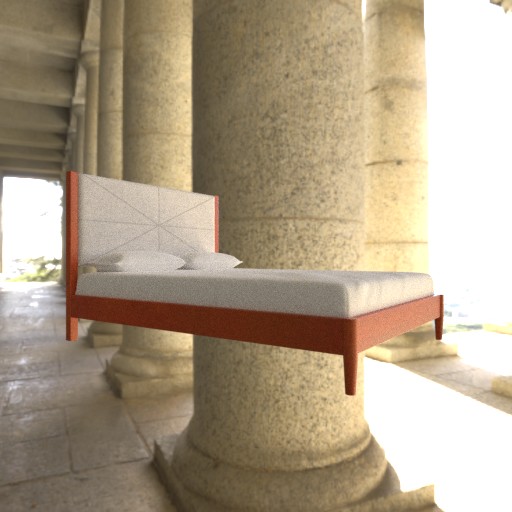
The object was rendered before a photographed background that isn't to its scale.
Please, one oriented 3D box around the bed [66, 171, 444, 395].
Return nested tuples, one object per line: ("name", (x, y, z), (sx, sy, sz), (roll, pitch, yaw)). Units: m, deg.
("bed", (0.000, 0.000, 3.071), (2.117, 1.165, 1.566), (0, 0, 36))
